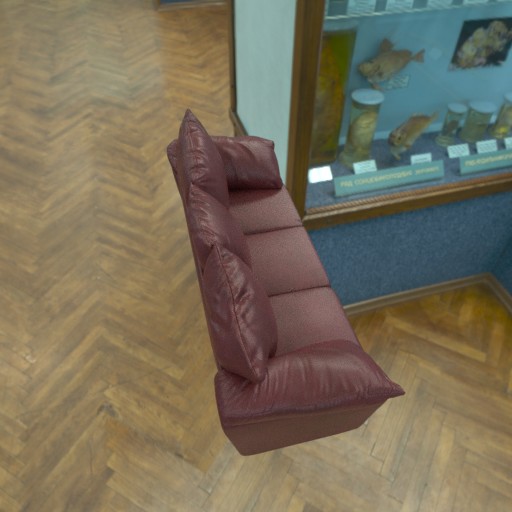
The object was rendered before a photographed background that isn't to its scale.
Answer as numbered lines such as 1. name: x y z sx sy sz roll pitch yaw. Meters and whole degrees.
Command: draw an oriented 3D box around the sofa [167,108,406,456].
1. sofa: 0.000 0.000 2.932 0.907 1.091 2.390 -10 47 -9
